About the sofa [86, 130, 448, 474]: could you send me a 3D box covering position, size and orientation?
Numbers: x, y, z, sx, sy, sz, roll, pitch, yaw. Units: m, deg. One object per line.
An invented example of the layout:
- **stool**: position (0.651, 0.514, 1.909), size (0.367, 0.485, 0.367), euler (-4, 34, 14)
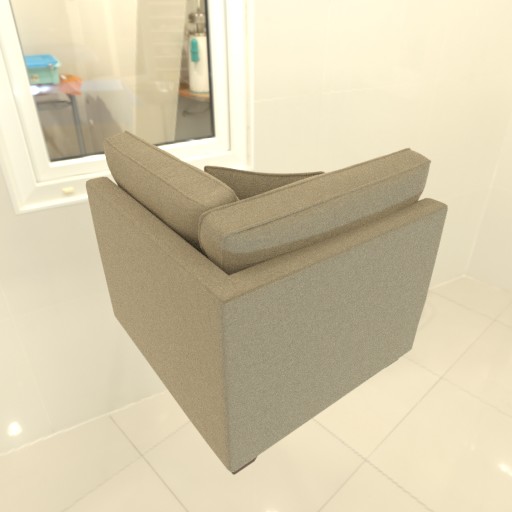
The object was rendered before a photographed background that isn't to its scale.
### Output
- **sofa**: position (0.000, 0.000, 2.001), size (1.084, 1.002, 1.146), euler (-21, 37, -31)
